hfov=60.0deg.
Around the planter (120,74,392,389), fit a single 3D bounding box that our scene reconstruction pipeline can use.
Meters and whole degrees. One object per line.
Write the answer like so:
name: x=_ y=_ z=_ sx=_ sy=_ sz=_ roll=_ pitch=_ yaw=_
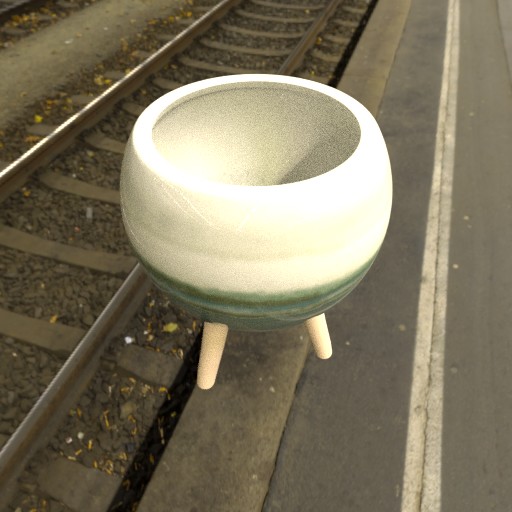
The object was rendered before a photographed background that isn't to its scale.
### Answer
planter: x=0.000 y=0.000 z=0.427 sx=0.222 sy=0.278 sz=0.222 roll=0 pitch=45 yaw=0
